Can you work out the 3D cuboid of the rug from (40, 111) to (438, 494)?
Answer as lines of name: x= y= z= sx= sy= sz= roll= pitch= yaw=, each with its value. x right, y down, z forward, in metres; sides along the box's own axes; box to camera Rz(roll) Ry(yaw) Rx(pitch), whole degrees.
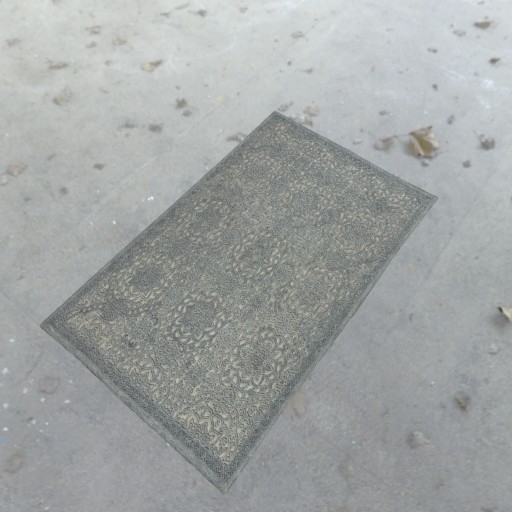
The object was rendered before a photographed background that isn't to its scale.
rug: x=0.000 y=0.000 z=3.058 sx=1.535 sy=0.022 sz=2.498 roll=34 pitch=65 yaw=18
